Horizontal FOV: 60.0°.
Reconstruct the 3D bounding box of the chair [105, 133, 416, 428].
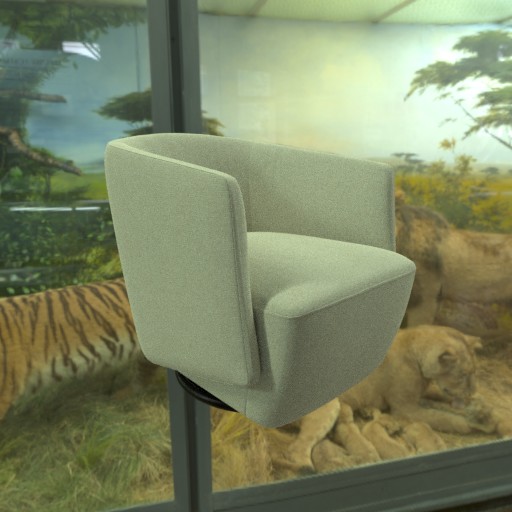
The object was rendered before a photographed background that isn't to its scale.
[{"bbox_3d":[0.000,0.000,1.597,0.822,0.861,0.986,-14,20,-42],"label":"chair"}]
